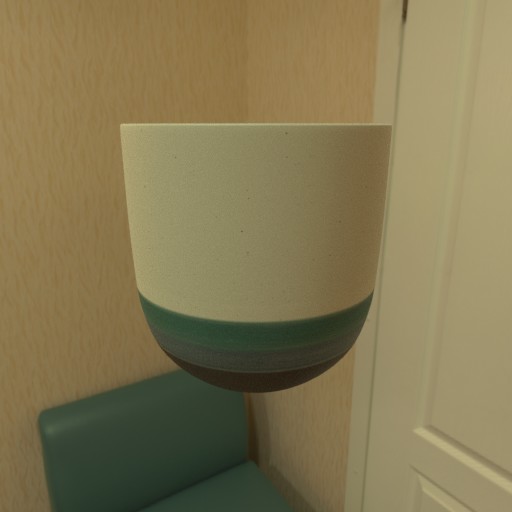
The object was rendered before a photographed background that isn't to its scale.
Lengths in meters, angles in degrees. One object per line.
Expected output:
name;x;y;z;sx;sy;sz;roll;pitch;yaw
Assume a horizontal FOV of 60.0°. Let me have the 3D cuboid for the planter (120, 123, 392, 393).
planter;0.000;0.000;0.375;0.204;0.214;0.204;0;16;0
